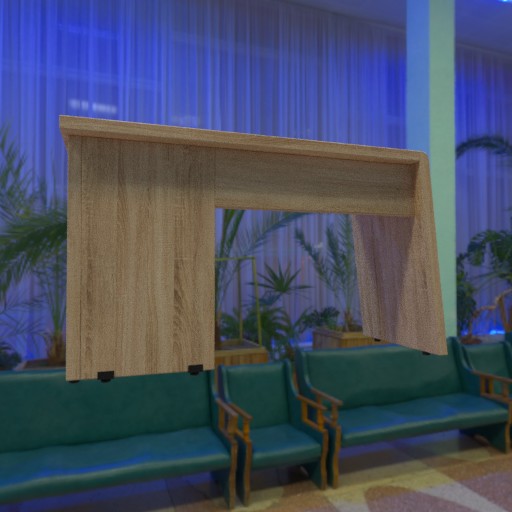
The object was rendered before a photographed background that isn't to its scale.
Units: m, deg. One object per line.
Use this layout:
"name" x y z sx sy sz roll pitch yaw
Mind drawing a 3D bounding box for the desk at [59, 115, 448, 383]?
"desk" 0.000 0.000 1.643 1.300 0.750 0.500 0 -1 -19
